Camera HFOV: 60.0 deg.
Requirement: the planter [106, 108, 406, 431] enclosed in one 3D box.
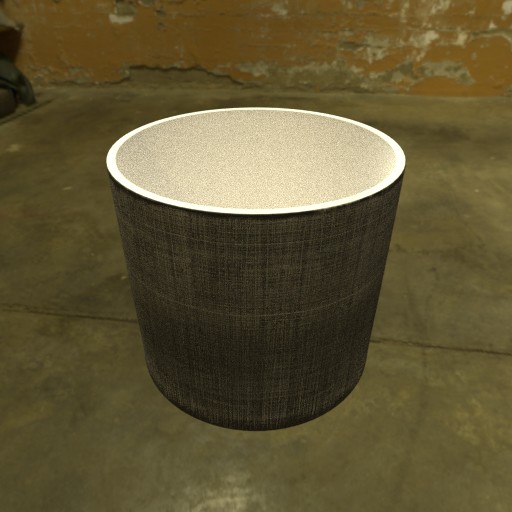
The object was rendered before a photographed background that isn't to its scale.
[{"bbox_3d":[0.000,0.000,0.394,0.221,0.201,0.221,0,33,0],"label":"planter"}]
